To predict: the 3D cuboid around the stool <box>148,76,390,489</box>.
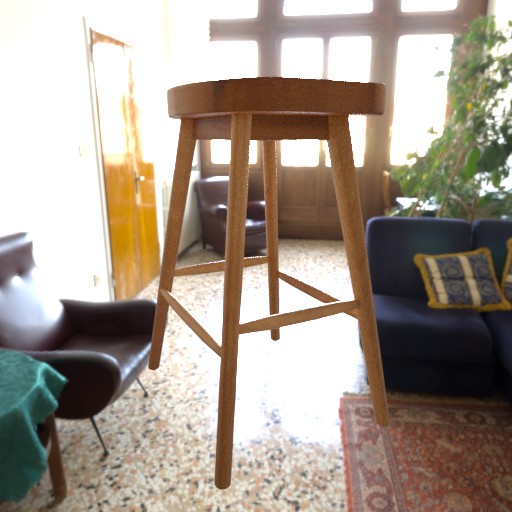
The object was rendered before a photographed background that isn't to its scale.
[{"bbox_3d":[0.000,0.000,0.876,0.361,0.615,0.440,-8,17,-27],"label":"stool"}]
